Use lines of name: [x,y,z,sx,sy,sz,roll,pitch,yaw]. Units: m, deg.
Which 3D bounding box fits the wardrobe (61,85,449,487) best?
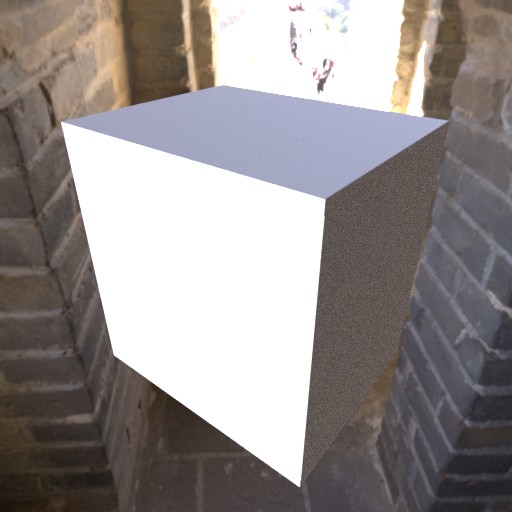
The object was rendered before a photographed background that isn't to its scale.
wardrobe: [0.000,0.000,0.865,0.500,0.520,0.400,22,38,32]
